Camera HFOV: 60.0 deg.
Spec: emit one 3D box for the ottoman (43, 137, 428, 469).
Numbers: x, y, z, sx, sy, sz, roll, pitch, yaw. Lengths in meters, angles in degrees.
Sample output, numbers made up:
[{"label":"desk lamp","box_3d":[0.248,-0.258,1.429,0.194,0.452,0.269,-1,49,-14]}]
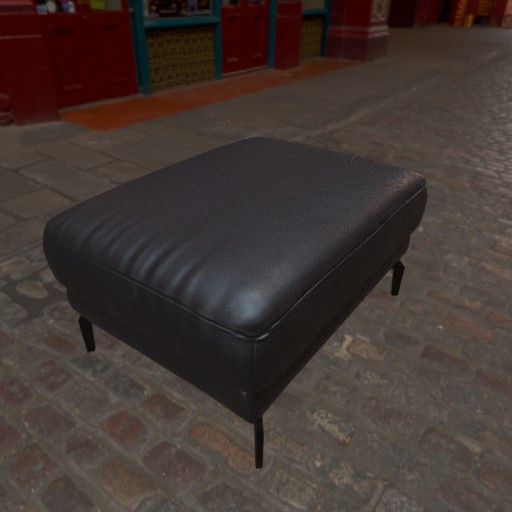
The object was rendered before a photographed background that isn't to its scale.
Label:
[{"label":"ottoman","box_3d":[0.000,0.000,1.072,0.570,0.402,0.764,21,37,31]}]
